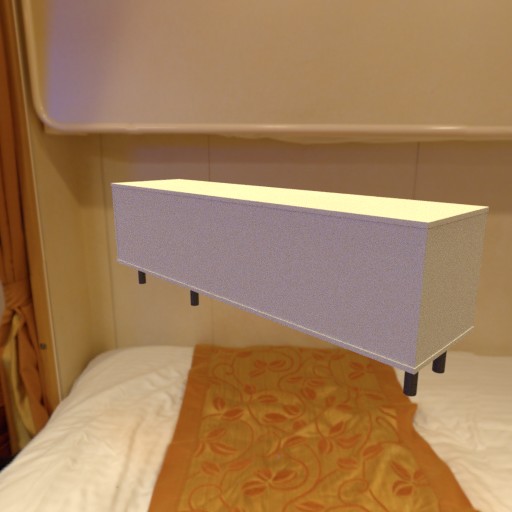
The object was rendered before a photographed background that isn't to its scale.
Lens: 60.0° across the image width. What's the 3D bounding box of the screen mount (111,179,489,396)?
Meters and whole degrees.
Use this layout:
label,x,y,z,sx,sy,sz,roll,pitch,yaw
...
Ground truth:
label,x,y,z,sx,sy,sz,roll,pitch,yaw
screen mount,0.000,0.000,1.811,0.418,0.520,1.600,-13,19,-43
